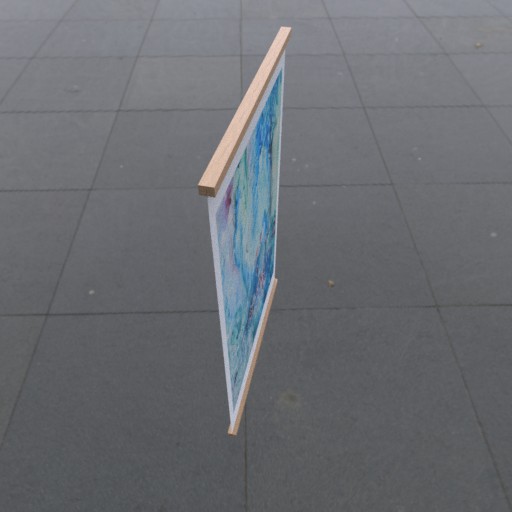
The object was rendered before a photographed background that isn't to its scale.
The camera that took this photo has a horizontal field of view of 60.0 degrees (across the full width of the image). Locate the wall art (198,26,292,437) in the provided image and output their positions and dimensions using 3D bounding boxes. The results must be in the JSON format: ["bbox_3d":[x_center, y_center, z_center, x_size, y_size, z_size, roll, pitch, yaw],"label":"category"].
[{"bbox_3d":[0.000,0.000,0.771,0.016,0.611,0.401,10,48,9],"label":"wall art"}]
